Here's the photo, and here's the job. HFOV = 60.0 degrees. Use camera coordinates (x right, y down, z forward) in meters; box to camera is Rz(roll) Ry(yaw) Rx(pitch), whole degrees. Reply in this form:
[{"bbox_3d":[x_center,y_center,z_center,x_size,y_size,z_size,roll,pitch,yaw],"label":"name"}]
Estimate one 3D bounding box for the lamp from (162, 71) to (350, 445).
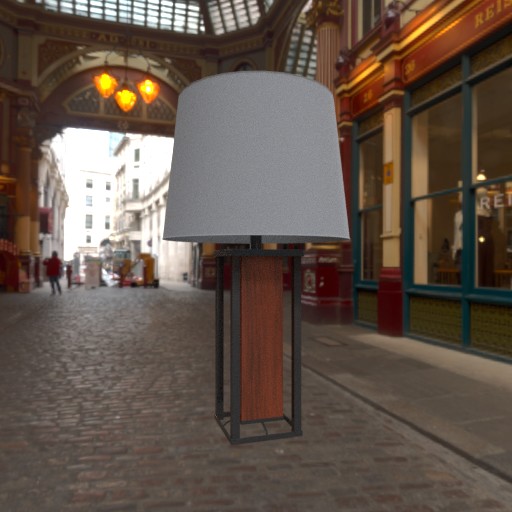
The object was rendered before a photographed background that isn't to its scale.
[{"bbox_3d":[0.000,0.000,0.770,0.320,0.591,0.320,0,0,0],"label":"lamp"}]
